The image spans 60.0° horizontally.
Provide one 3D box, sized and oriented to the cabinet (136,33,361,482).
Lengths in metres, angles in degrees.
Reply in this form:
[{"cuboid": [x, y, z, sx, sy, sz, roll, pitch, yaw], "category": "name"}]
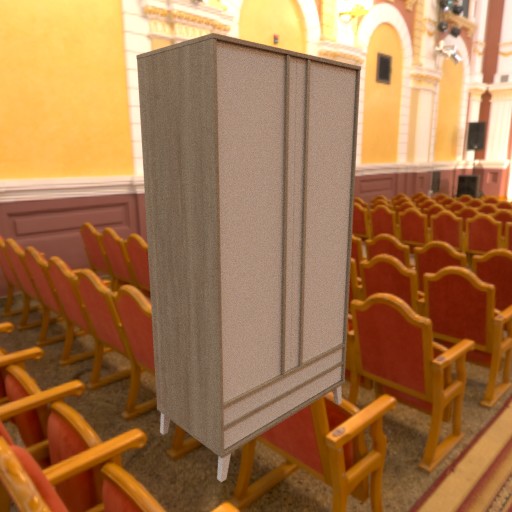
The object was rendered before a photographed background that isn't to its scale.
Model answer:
[{"cuboid": [0.000, 0.000, 2.446, 1.006, 1.999, 0.571, -13, 18, -43], "category": "cabinet"}]
